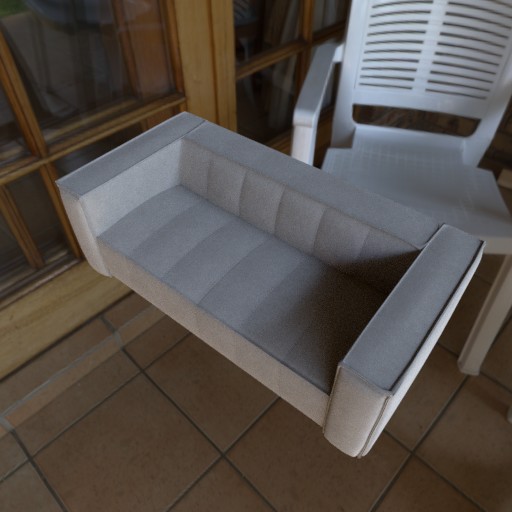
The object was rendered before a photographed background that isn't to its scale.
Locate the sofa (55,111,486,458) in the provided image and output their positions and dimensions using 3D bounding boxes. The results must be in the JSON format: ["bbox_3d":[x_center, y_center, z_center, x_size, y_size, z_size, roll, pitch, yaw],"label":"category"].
[{"bbox_3d":[0.000,0.000,2.435,1.995,0.680,1.038,30,53,25],"label":"sofa"}]
